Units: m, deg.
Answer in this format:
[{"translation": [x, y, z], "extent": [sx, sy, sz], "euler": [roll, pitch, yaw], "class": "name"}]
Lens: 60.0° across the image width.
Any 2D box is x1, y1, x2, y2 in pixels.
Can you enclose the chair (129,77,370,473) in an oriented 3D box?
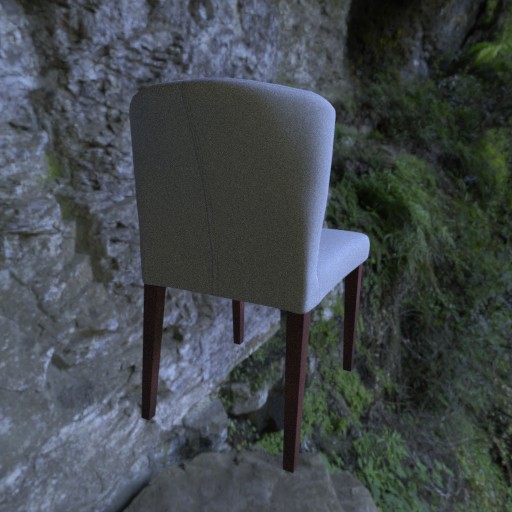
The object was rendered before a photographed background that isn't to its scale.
[{"translation": [0.000, 0.000, 1.192], "extent": [0.491, 0.839, 0.592], "euler": [8, 18, 26], "class": "chair"}]
